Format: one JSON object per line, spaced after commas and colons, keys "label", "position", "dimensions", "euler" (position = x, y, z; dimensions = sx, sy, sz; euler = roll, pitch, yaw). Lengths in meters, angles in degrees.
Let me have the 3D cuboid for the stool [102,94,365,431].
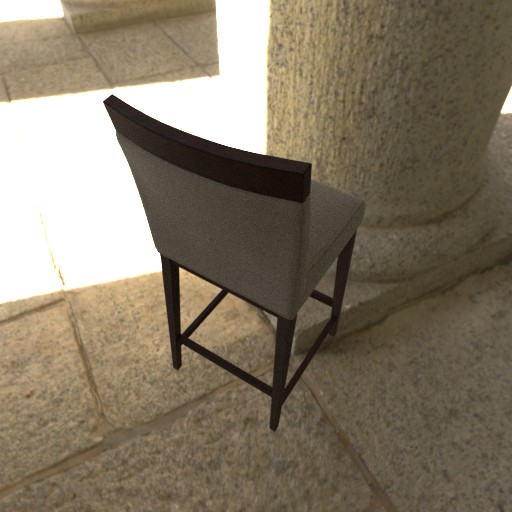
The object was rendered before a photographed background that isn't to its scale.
{"label": "stool", "position": [0.000, 0.000, 1.418], "dimensions": [0.511, 1.117, 0.531], "euler": [25, 51, 22]}
